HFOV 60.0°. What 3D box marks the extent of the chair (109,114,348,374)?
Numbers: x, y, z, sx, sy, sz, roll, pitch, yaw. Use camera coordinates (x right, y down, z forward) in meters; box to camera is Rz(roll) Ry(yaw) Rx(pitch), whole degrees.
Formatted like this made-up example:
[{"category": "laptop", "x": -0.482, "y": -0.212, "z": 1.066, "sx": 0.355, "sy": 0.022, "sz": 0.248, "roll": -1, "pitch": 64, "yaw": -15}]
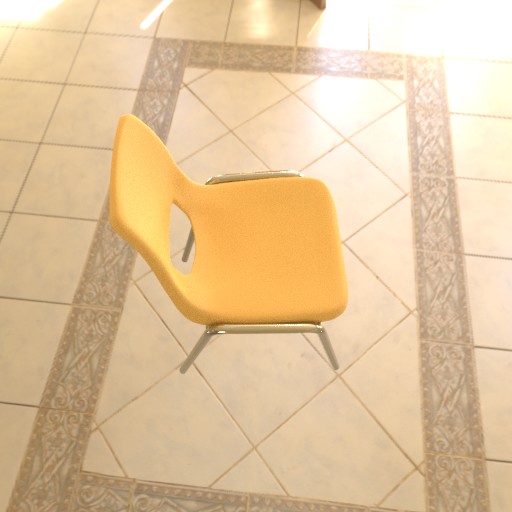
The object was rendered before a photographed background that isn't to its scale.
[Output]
[{"category": "chair", "x": 0.000, "y": 0.000, "z": 0.975, "sx": 0.436, "sy": 0.704, "sz": 0.381, "roll": -3, "pitch": 64, "yaw": -1}]
